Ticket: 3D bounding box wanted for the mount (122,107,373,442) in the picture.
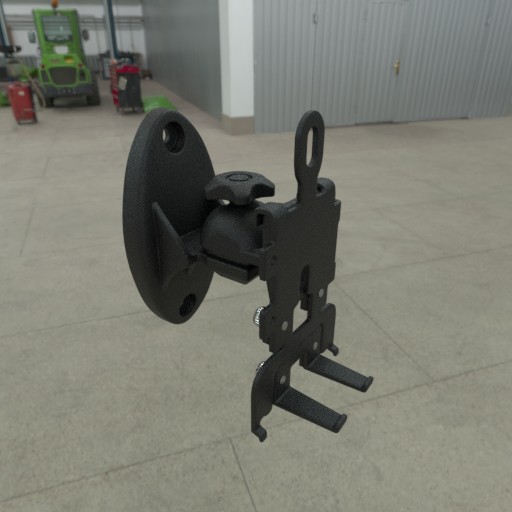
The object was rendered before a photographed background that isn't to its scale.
[{"bbox_3d":[0.000,0.000,0.181,0.100,0.118,0.066,18,32,31],"label":"mount"}]
